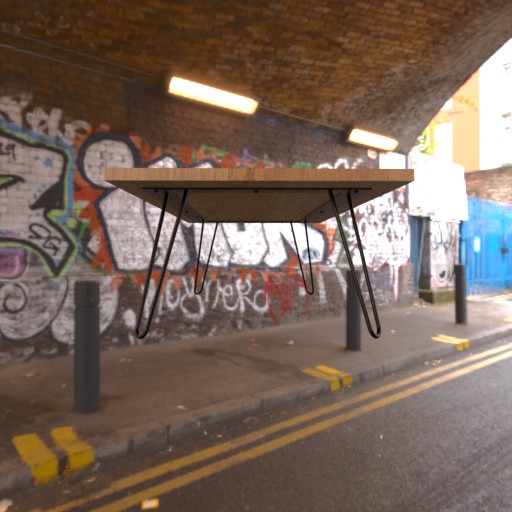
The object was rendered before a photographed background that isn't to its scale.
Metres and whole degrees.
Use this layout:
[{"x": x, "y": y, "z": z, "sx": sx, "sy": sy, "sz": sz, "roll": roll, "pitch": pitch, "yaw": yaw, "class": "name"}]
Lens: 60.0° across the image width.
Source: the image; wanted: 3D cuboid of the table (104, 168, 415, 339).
[{"x": 0.000, "y": 0.000, "z": 1.670, "sx": 0.699, "sy": 0.400, "sz": 1.348, "roll": 0, "pitch": 0, "yaw": -1, "class": "table"}]
